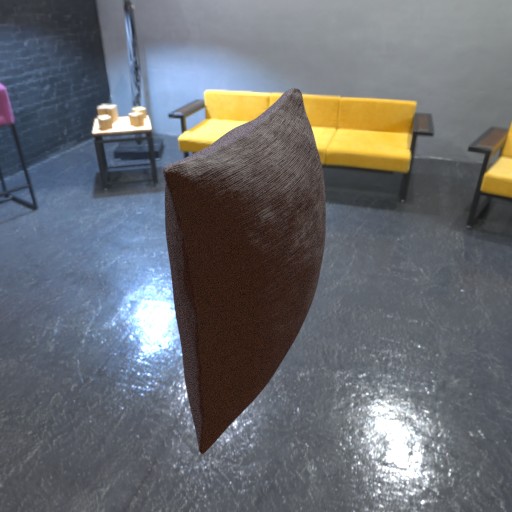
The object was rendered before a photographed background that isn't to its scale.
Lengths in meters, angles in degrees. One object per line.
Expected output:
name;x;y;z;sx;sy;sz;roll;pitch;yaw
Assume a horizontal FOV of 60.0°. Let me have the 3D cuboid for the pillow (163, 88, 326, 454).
pillow;0.000;0.000;0.703;0.204;0.439;0.452;11;33;17
